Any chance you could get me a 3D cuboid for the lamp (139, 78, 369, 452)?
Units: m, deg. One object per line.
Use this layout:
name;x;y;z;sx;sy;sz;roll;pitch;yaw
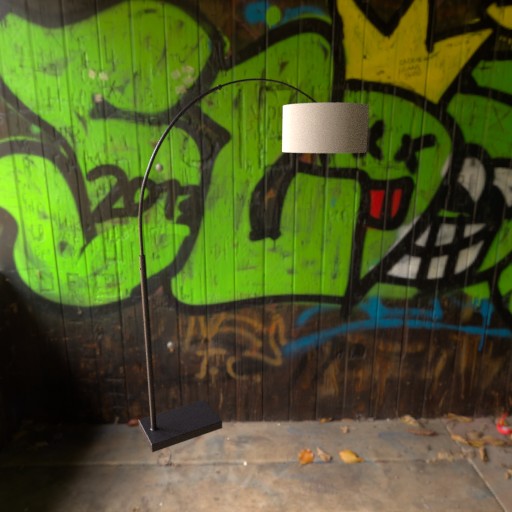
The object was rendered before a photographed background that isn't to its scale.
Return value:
lamp;0.000;0.000;2.568;1.424;1.927;0.493;-8;17;-29
